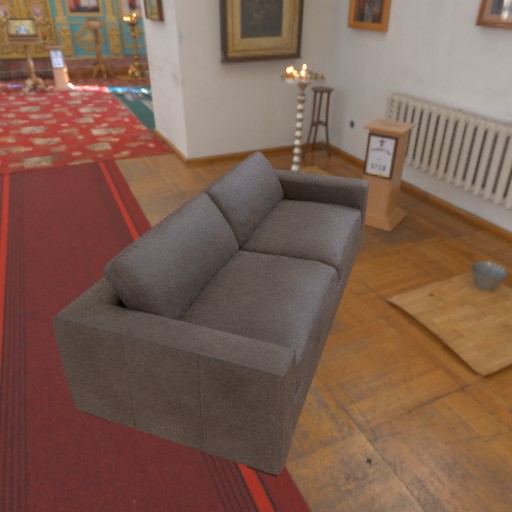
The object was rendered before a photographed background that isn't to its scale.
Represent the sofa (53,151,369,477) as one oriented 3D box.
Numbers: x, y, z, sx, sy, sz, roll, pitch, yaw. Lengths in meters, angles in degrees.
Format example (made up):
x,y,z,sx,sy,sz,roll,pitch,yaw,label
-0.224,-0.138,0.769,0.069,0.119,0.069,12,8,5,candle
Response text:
x,y,z,sx,sy,sz,roll,pitch,yaw,label
0.000,0.000,2.727,1.070,0.801,2.262,10,31,18,sofa
